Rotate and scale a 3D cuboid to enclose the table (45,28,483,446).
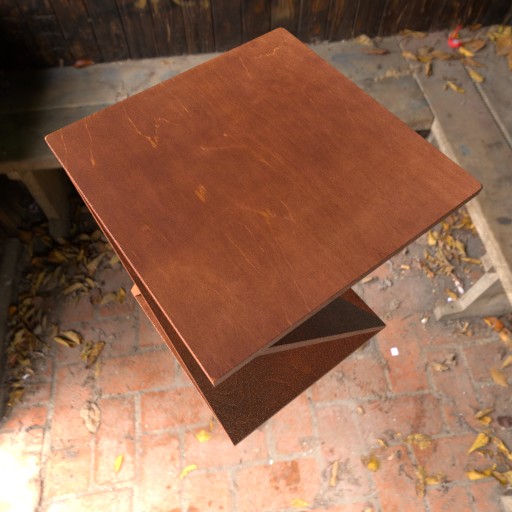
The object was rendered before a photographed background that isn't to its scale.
[{"bbox_3d":[0.000,0.000,0.827,0.427,0.520,0.427,-33,65,-17],"label":"table"}]
